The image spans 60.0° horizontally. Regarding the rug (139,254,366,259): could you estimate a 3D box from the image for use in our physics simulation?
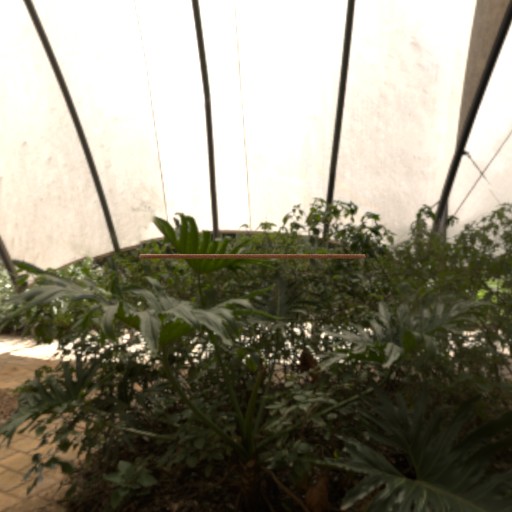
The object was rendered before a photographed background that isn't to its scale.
[{"bbox_3d":[0.000,0.000,2.667,0.760,0.015,2.435,0,0,1],"label":"rug"}]
